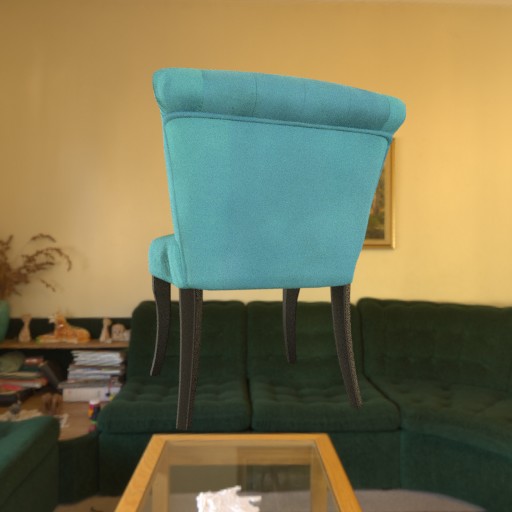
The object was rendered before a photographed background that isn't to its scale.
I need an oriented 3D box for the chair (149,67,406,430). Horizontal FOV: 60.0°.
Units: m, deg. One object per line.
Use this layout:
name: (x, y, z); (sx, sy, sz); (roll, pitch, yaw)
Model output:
chair: (0.000, 0.000, 1.175); (0.582, 0.750, 0.605); (0, 1, -19)
